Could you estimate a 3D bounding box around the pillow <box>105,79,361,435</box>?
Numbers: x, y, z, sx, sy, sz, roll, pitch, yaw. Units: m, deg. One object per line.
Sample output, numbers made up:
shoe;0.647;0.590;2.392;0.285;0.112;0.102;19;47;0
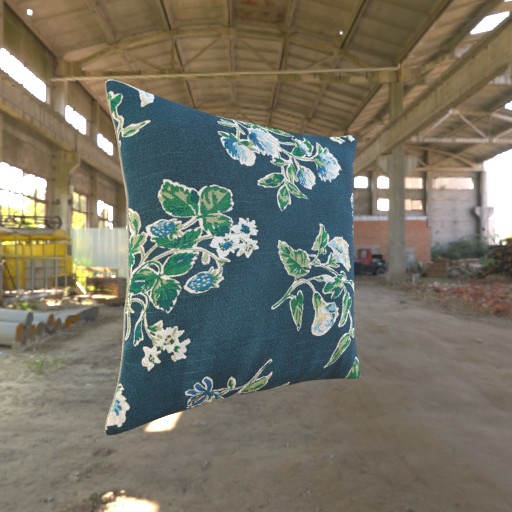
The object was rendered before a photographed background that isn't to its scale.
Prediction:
pillow;0.000;0.000;0.779;0.525;0.508;0.166;0;-1;-35
